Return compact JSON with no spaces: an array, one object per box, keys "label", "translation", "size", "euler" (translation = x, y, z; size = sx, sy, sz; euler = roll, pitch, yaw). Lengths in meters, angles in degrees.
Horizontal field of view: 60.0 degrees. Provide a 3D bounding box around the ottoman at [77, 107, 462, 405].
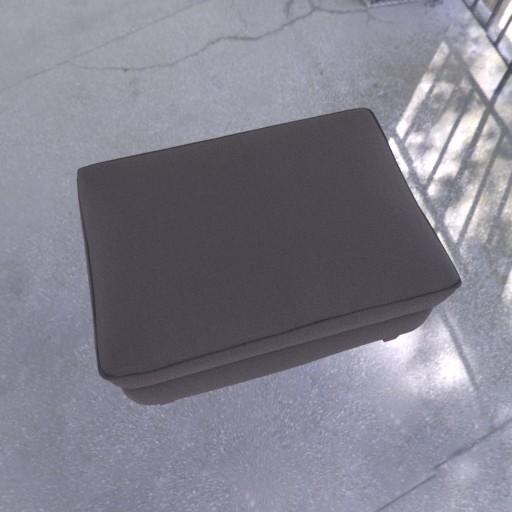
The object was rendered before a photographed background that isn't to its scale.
[{"label":"ottoman","translation":[0.000,0.000,1.002],"size":[0.686,0.406,0.508],"euler":[-14,64,-7]}]
